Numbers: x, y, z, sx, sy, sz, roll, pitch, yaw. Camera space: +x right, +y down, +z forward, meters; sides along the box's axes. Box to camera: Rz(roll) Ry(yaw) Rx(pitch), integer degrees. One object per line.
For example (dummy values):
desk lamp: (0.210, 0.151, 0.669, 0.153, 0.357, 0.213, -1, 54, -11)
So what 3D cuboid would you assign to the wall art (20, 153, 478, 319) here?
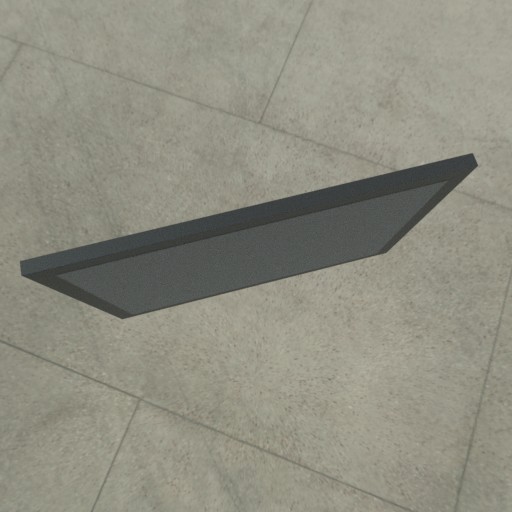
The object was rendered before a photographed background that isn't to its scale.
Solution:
wall art: (0.000, 0.000, 0.556, 0.432, 0.306, 0.016, -14, 75, -4)
